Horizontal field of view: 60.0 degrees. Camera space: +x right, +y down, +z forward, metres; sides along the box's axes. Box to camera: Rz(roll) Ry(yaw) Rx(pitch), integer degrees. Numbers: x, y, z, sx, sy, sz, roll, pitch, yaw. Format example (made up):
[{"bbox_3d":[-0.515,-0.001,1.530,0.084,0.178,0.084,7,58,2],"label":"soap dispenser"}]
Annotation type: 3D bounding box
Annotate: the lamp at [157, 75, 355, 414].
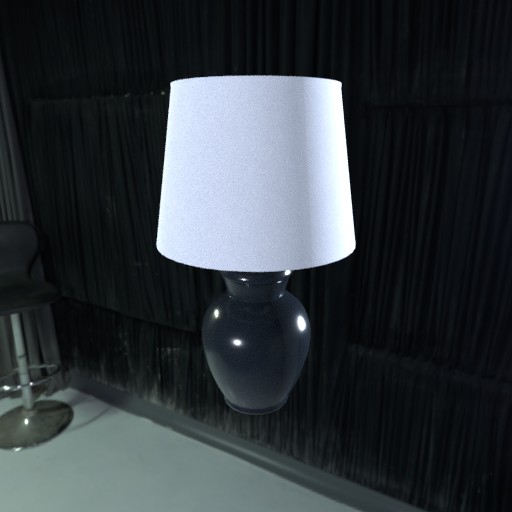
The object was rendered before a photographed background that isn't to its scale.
[{"bbox_3d":[0.000,0.000,0.552,0.239,0.399,0.239,0,16,0],"label":"lamp"}]
